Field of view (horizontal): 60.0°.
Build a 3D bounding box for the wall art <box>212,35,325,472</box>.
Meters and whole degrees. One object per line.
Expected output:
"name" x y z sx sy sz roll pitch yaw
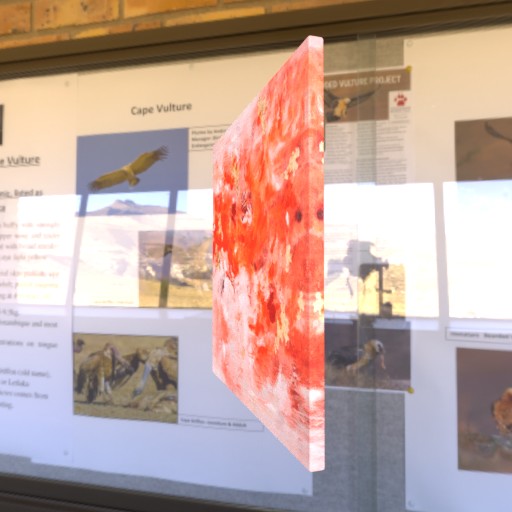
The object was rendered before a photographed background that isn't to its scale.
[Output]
"wall art" 0.000 0.000 1.314 0.066 0.878 0.878 0 -1 -18
